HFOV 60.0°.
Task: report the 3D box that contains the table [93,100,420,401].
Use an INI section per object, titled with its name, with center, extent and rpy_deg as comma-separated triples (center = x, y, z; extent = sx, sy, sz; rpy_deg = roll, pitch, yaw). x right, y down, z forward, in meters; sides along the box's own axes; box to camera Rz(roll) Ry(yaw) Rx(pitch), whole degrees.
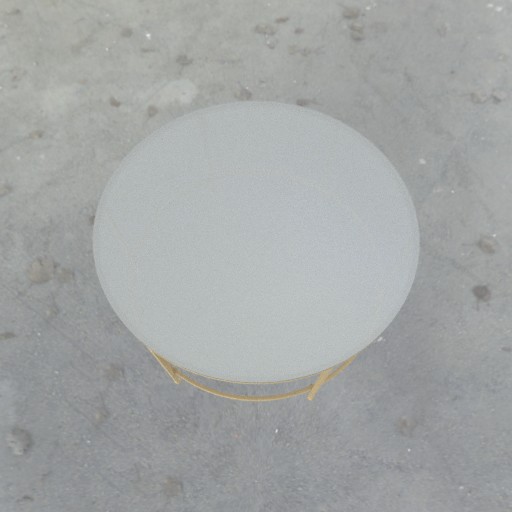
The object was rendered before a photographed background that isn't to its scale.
[table]
center = 0.000, 0.000, 1.462
extent = 0.914, 0.470, 0.914
rpy_deg = 0, 63, 0
